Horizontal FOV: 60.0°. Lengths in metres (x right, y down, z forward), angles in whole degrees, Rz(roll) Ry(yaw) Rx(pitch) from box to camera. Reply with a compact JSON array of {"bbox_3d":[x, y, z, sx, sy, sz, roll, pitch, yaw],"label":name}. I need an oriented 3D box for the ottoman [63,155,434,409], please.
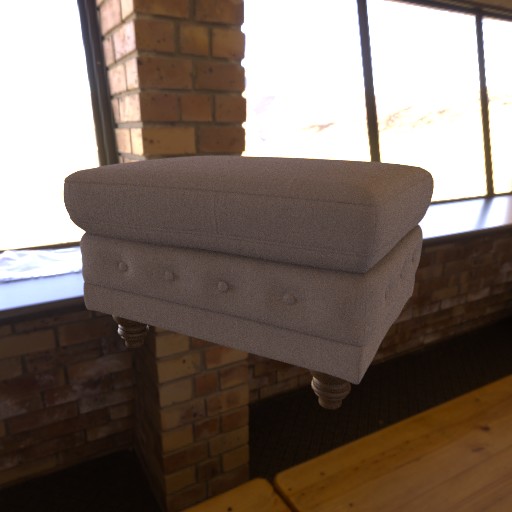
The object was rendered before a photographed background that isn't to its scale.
[{"bbox_3d":[0.000,0.000,1.162,0.771,0.500,0.569,9,18,28],"label":"ottoman"}]
